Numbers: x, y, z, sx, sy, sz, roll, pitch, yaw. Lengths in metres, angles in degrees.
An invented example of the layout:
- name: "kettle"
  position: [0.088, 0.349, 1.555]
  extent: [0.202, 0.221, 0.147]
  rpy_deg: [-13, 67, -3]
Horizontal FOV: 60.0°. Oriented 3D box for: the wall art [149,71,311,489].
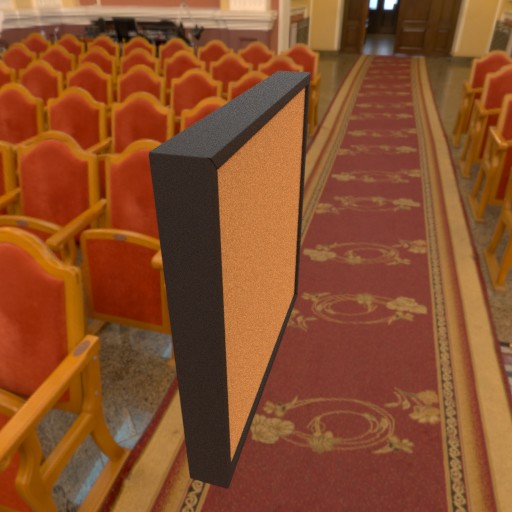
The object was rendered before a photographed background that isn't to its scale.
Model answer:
- name: "wall art"
  position: [0.000, 0.000, 0.447]
  extent: [0.037, 0.305, 0.305]
  rpy_deg: [9, 32, 14]
